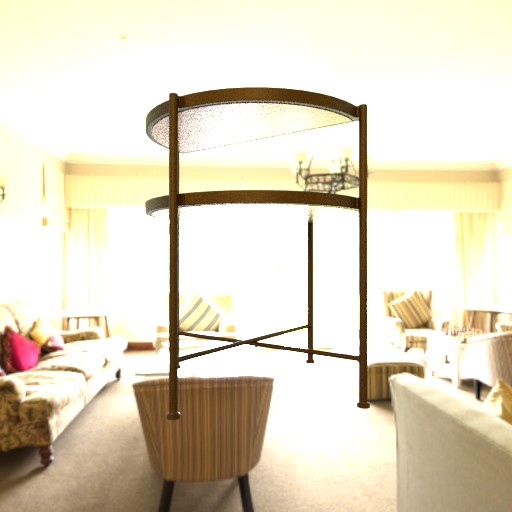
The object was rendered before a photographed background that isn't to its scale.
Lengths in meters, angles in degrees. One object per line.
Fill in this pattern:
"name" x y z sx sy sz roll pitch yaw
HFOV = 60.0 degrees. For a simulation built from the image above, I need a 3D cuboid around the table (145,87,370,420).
"table" 0.000 0.000 1.180 0.629 0.684 0.628 0 0 36
